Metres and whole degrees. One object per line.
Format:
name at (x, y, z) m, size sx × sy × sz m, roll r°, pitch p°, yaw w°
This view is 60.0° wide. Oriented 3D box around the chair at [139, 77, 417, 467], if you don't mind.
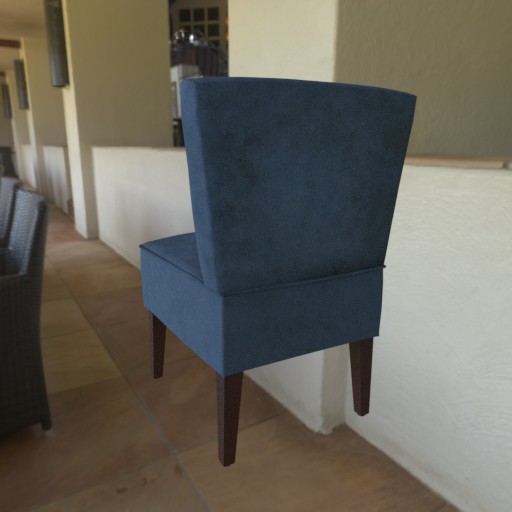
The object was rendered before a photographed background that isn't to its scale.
chair at (0.000, 0.000, 1.162) m, size 0.521 × 0.806 × 0.551 m, roll -8°, pitch 16°, yaw -27°
